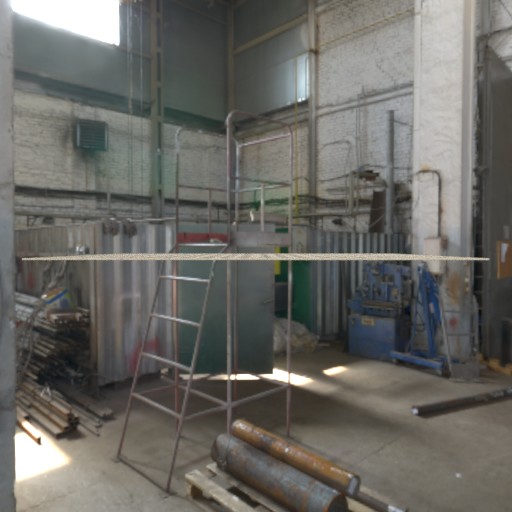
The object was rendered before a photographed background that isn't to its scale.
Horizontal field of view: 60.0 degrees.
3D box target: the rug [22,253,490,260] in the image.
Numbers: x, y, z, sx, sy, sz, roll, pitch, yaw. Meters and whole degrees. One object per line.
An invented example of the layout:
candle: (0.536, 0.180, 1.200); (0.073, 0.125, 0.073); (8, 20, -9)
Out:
rug: (0.000, 0.000, 2.339); (1.828, 0.007, 1.220); (0, 1, 0)
